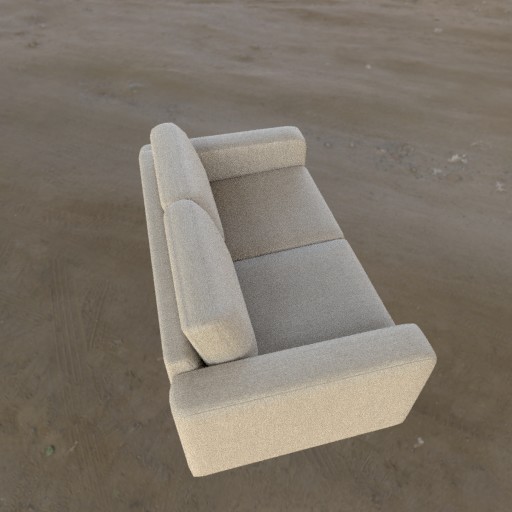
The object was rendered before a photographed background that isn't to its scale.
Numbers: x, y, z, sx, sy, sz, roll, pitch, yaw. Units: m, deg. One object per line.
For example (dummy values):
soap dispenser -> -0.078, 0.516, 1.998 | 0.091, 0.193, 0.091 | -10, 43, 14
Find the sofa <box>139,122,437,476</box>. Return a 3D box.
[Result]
sofa -> 0.000, 0.000, 2.016 | 0.900, 0.800, 1.540 | -10, 47, -10
